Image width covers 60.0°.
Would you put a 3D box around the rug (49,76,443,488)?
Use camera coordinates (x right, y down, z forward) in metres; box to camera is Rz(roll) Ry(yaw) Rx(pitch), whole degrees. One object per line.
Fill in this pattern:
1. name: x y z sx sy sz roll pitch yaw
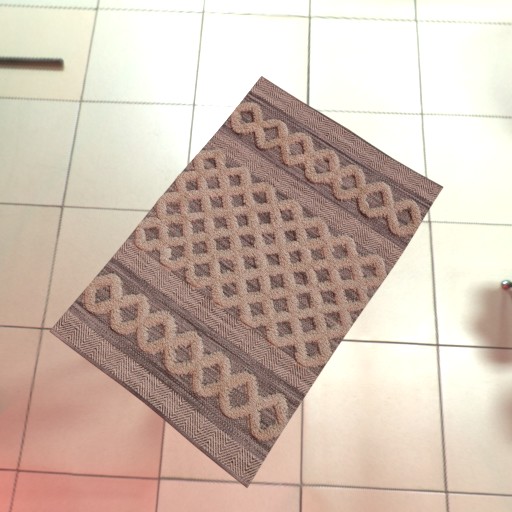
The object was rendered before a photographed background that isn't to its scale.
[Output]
1. rug: 0.000 0.000 2.295 1.222 0.030 1.823 35 77 9
